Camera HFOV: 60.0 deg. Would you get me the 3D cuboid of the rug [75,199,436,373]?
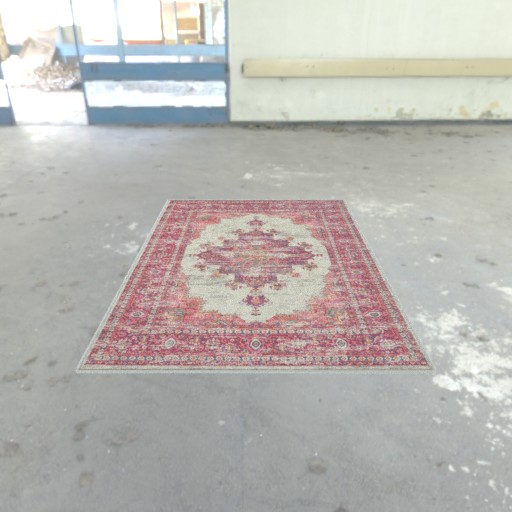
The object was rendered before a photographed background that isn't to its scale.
[{"bbox_3d":[0.000,0.000,2.267,1.217,0.011,1.747,0,26,0],"label":"rug"}]
